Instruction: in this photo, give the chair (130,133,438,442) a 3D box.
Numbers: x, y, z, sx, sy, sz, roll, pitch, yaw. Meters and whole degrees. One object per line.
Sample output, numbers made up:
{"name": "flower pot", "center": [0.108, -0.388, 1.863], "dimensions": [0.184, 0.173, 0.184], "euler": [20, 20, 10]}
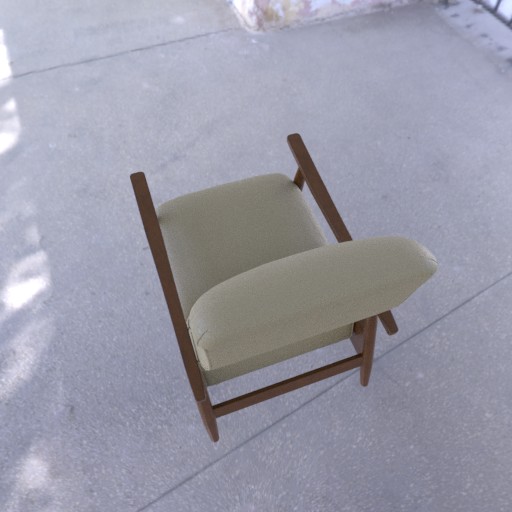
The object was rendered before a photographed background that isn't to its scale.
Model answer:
{"name": "chair", "center": [0.000, 0.000, 1.723], "dimensions": [0.762, 1.082, 1.014], "euler": [-17, 58, -11]}
